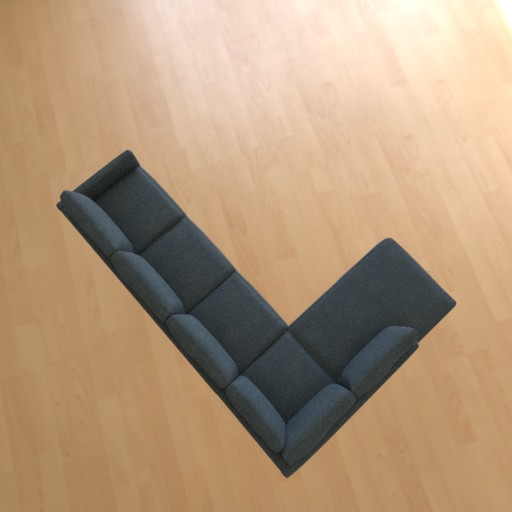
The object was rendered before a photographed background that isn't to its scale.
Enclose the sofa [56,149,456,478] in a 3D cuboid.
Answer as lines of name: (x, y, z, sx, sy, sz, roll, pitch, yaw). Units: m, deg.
sofa: (0.000, 0.000, 3.864, 2.007, 0.815, 2.949, -41, 79, -9)
